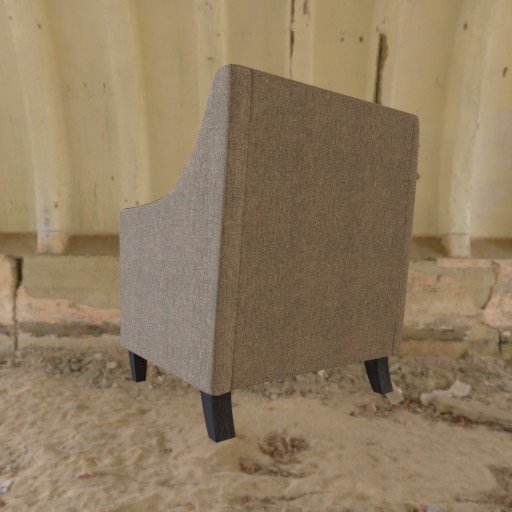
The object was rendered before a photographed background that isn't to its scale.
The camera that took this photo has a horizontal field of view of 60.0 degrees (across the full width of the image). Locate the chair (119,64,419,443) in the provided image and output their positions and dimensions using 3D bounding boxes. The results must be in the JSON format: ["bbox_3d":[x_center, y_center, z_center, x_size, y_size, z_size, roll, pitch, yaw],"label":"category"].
[{"bbox_3d":[0.000,0.000,1.638,0.776,0.967,0.884,-1,1,-35],"label":"chair"}]
